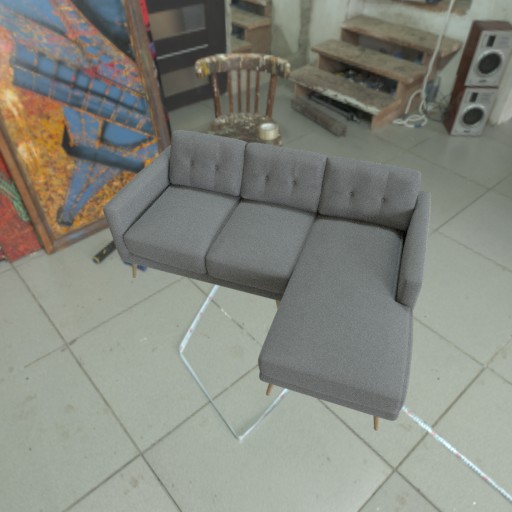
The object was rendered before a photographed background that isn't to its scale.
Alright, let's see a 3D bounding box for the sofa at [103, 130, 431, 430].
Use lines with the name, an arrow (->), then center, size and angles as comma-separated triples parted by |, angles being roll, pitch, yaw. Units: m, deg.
sofa -> 0.000, 0.000, 2.865 | 2.040, 0.860, 1.530 | 13, 44, 14
